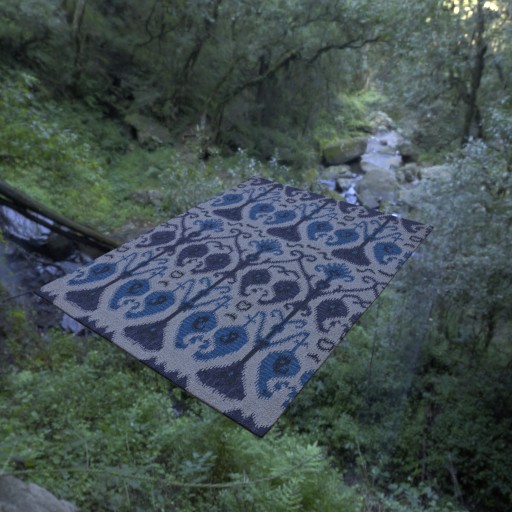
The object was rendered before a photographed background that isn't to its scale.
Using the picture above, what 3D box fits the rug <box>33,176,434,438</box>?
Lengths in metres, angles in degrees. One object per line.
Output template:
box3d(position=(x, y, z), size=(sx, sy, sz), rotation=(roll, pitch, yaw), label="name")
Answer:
box3d(position=(0.000, 0.000, 4.317), size=(2.443, 0.024, 3.228), rotation=(21, 38, 30), label="rug")
